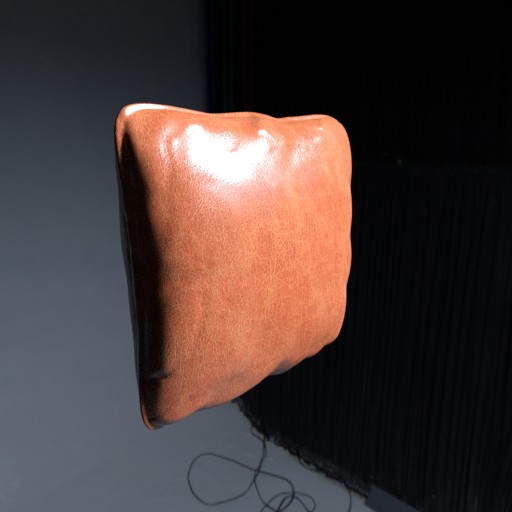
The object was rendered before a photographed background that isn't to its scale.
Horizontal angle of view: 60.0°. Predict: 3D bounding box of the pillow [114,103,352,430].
[{"bbox_3d":[0.000,0.000,0.836,0.532,0.523,0.236,-14,20,-43],"label":"pillow"}]
